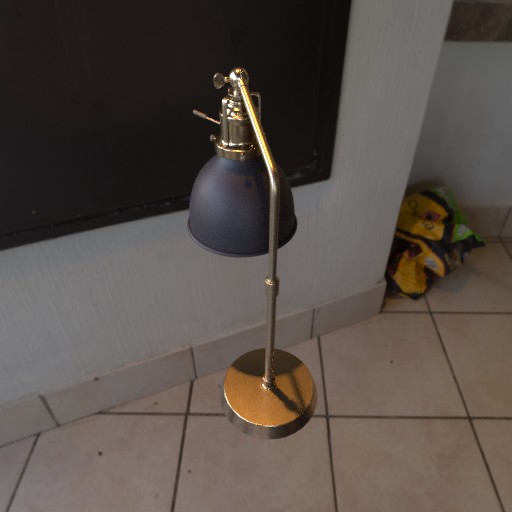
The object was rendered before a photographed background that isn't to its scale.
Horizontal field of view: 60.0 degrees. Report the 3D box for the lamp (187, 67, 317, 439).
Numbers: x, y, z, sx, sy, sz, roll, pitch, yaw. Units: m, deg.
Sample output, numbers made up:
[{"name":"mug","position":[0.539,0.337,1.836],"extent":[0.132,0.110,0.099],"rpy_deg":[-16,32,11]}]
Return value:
[{"name":"lamp","position":[0.000,0.000,0.603],"extent":[0.160,0.456,0.291],"rpy_deg":[-11,42,-13]}]
